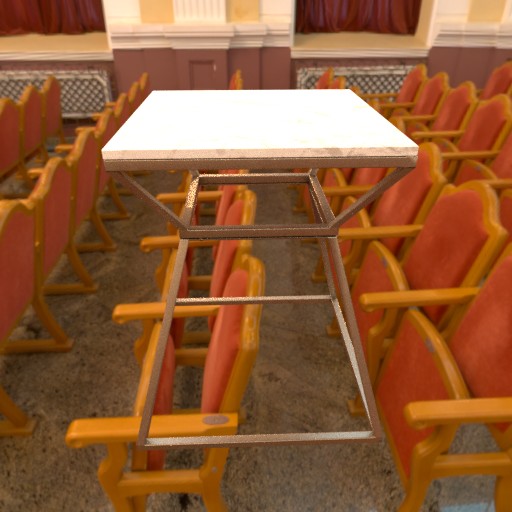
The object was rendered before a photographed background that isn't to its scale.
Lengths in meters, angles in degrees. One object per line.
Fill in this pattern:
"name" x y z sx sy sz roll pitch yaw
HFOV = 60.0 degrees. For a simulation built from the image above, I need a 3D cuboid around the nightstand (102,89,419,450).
"nightstand" 0.000 0.000 0.877 0.455 0.554 0.455 -1 30 -2
